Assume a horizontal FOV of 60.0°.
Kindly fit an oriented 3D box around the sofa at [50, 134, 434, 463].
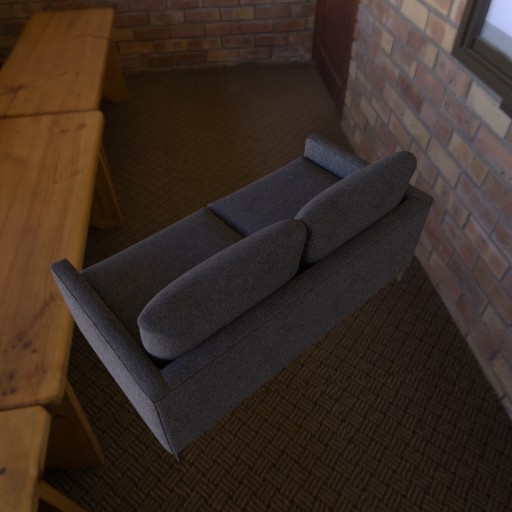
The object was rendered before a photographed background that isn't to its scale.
[{"bbox_3d":[0.000,0.000,2.239,1.716,0.862,0.866,-32,54,-27],"label":"sofa"}]
